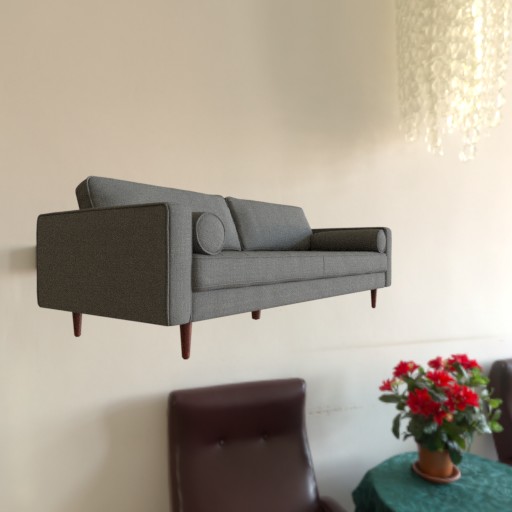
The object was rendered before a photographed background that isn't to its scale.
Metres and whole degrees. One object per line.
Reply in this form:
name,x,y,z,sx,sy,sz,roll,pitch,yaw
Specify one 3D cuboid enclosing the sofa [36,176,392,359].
sofa,0.000,0.000,2.648,0.914,0.762,2.198,1,1,37
